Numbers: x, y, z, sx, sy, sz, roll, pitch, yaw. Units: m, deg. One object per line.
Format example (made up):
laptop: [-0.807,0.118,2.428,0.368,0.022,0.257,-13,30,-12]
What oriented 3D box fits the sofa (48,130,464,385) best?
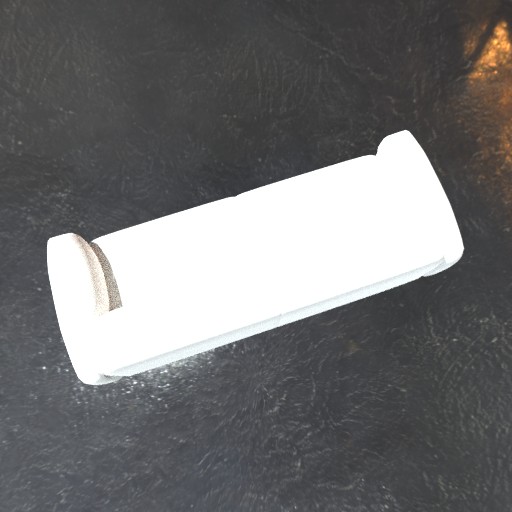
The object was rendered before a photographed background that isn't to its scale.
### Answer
sofa: [0.000,0.000,2.659,2.280,0.780,0.870,-18,75,-5]
